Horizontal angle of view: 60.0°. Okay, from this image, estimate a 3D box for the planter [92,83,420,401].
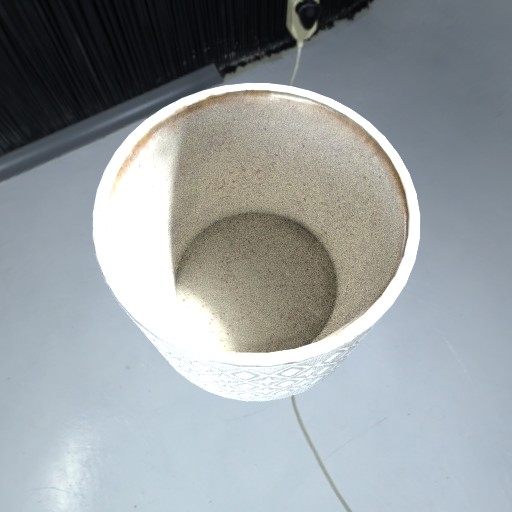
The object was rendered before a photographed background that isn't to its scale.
[{"bbox_3d":[0.000,0.000,0.318,0.186,0.144,0.186,0,65,0],"label":"planter"}]
